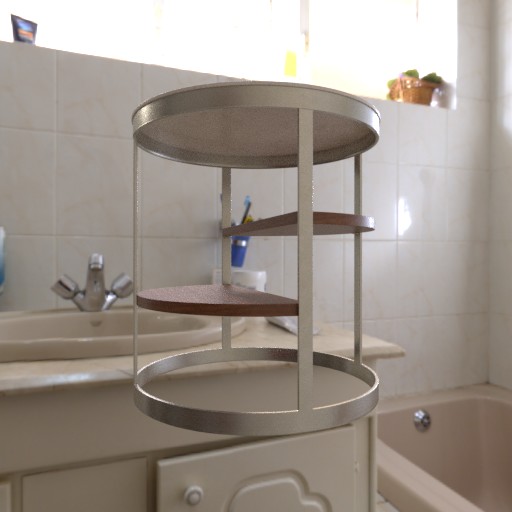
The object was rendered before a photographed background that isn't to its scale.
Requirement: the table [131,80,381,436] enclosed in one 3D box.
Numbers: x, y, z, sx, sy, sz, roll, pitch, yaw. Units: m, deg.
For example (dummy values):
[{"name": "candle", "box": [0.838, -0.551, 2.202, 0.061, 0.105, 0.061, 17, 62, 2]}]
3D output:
[{"name": "table", "box": [0.000, 0.000, 0.752, 0.407, 0.447, 0.407, 0, 0, 0]}]
